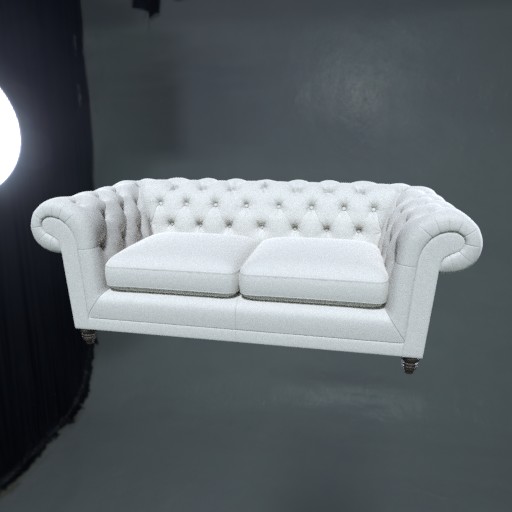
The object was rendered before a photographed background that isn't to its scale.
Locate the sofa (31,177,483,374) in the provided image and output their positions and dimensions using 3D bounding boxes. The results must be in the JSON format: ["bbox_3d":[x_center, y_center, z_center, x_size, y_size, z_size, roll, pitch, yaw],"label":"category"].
[{"bbox_3d":[0.000,0.000,2.418,1.998,0.764,0.986,3,16,10],"label":"sofa"}]
